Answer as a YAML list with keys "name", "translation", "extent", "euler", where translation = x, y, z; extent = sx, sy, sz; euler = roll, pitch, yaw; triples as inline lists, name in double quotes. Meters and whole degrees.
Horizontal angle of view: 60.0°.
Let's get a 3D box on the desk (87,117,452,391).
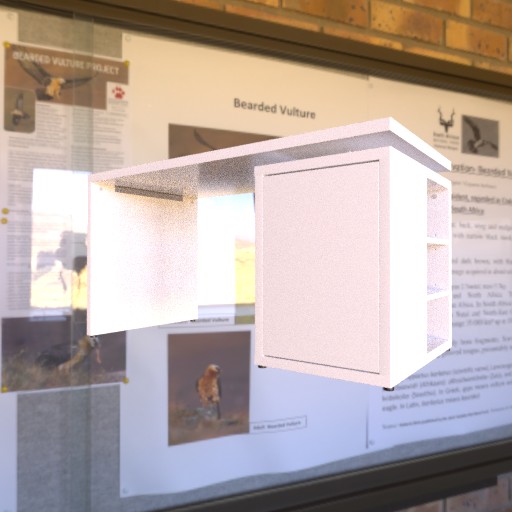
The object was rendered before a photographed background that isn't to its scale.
- name: "desk"
  translation: [0.000, 0.000, 1.880]
  extent: [1.400, 0.740, 0.690]
  euler: [0, 0, 36]
